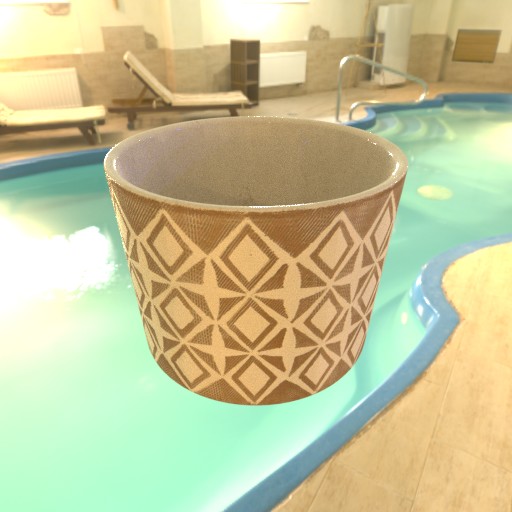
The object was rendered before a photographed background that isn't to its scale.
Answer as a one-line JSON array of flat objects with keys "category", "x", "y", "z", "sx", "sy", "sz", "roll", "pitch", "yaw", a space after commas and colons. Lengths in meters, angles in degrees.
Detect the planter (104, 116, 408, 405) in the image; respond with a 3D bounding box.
[{"category": "planter", "x": 0.000, "y": 0.000, "z": 0.449, "sx": 0.260, "sy": 0.220, "sz": 0.260, "roll": 0, "pitch": 30, "yaw": 0}]
